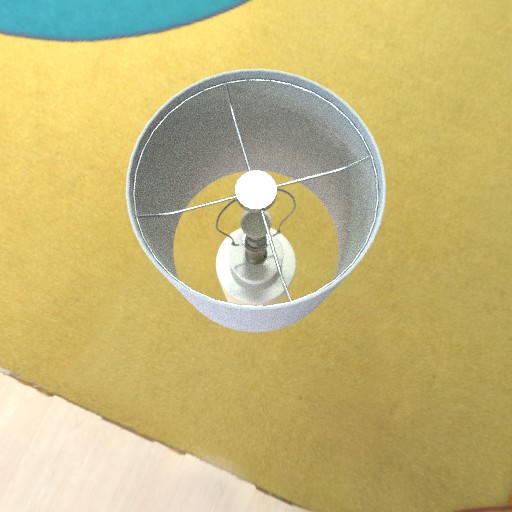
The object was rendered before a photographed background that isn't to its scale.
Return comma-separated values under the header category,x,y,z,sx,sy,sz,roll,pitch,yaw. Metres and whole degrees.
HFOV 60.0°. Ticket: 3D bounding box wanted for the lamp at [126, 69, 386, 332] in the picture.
category,x,y,z,sx,sy,sz,roll,pitch,yaw
lamp,0.000,0.000,0.599,0.212,0.493,0.212,-15,76,-4
